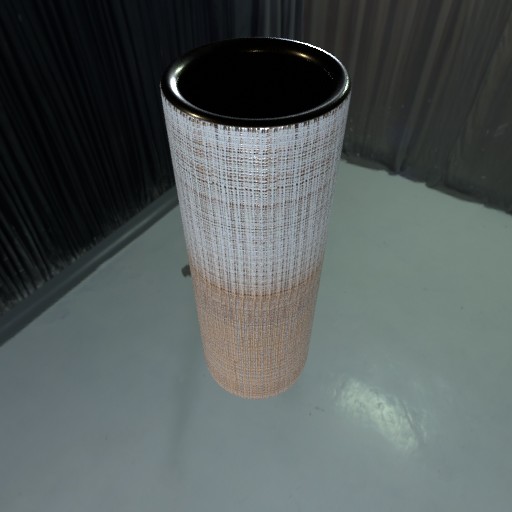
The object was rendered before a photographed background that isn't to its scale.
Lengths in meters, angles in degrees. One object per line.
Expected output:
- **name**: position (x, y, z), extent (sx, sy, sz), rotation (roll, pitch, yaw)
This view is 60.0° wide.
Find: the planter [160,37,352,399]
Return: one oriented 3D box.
- **planter**: position (0.000, 0.000, 0.331), extent (0.099, 0.278, 0.099), rotation (25, 52, 21)
